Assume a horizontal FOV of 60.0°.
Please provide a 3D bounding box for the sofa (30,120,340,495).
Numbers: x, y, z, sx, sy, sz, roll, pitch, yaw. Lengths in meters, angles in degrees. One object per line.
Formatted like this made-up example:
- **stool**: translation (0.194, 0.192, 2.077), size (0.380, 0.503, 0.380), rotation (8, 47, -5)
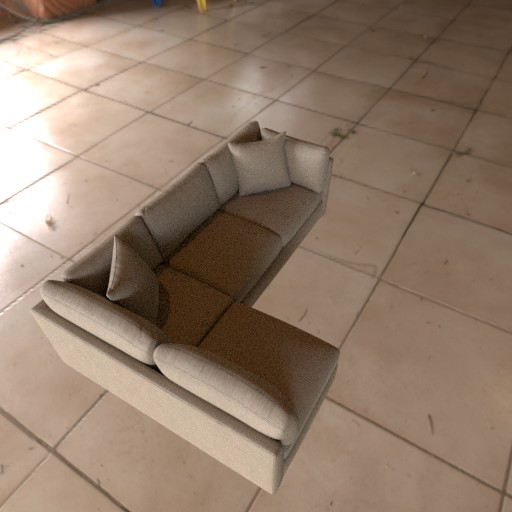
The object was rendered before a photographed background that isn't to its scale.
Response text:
- **sofa**: translation (0.000, 0.000, 3.760), size (1.994, 0.978, 2.896), rotation (23, 49, 21)
